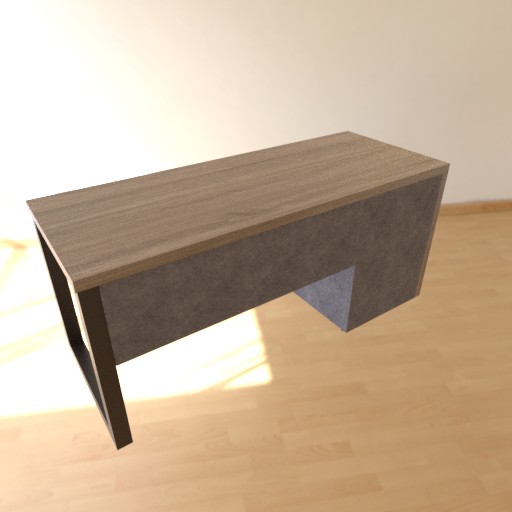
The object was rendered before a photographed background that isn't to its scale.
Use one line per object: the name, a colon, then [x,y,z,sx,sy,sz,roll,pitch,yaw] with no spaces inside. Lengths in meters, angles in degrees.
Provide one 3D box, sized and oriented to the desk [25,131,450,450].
desk: [0.000,0.000,2.074,1.700,0.760,0.690,-20,36,-29]
